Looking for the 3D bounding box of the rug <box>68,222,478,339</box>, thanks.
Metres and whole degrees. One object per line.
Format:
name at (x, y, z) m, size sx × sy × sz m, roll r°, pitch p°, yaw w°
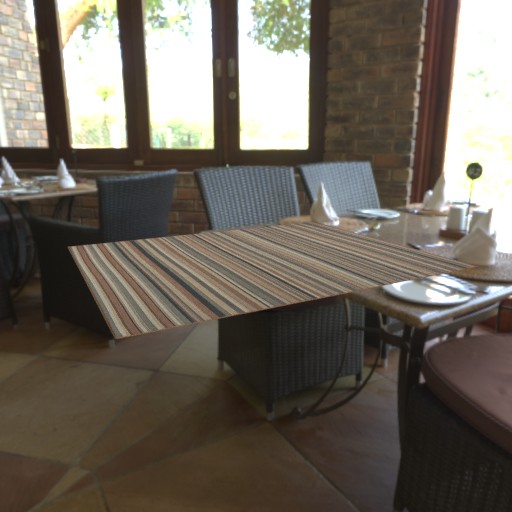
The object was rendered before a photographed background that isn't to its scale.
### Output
rug at (0.000, 0.000, 4.152) m, size 3.045 × 0.011 × 2.436 m, roll -8°, pitch 17°, yaw -27°
